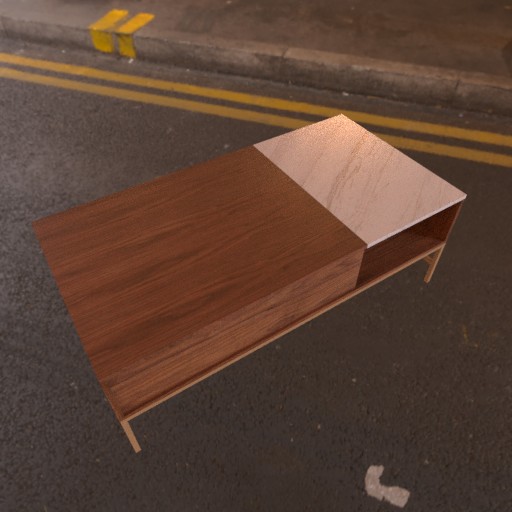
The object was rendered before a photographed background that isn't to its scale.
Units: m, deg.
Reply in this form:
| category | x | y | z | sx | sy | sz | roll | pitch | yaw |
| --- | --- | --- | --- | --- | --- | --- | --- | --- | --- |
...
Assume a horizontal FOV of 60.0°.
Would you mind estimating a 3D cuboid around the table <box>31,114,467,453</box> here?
| category | x | y | z | sx | sy | sz | roll | pitch | yaw |
| --- | --- | --- | --- | --- | --- | --- | --- | --- | --- |
| table | 0.000 | 0.000 | 1.962 | 1.553 | 0.551 | 0.789 | -25 | 51 | -22 |
